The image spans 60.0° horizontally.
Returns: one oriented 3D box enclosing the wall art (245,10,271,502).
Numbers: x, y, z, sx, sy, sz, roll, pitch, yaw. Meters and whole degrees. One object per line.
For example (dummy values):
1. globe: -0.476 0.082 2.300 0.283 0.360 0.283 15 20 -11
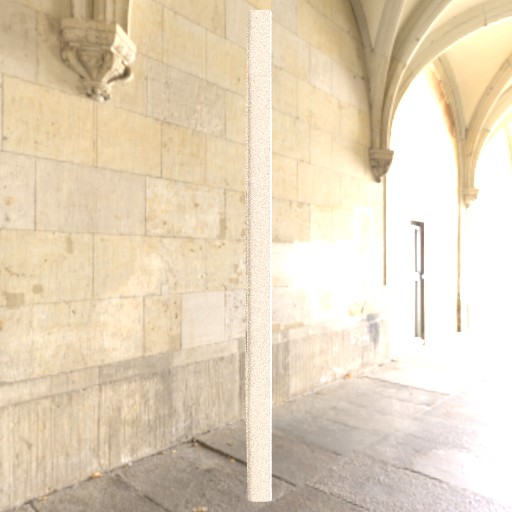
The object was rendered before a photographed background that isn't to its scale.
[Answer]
1. wall art: 0.000 0.000 1.111 0.048 0.902 0.602 0 0 -2
